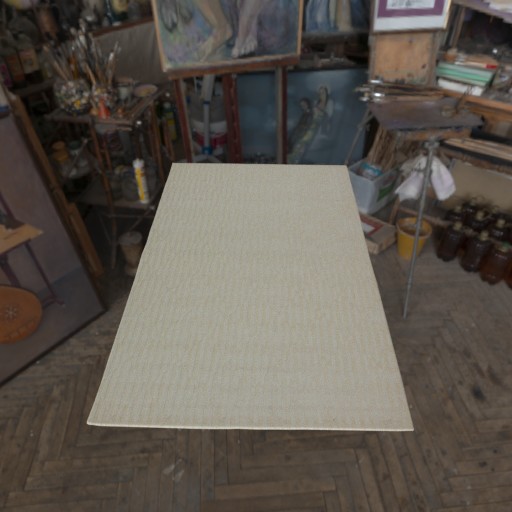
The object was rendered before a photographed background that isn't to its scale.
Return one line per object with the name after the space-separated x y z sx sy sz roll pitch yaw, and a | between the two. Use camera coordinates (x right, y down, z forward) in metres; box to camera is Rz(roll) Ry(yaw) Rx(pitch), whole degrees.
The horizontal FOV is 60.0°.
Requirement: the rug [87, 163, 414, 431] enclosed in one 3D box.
0.000 0.000 2.968 1.531 0.014 2.441 1 41 1 | rug
